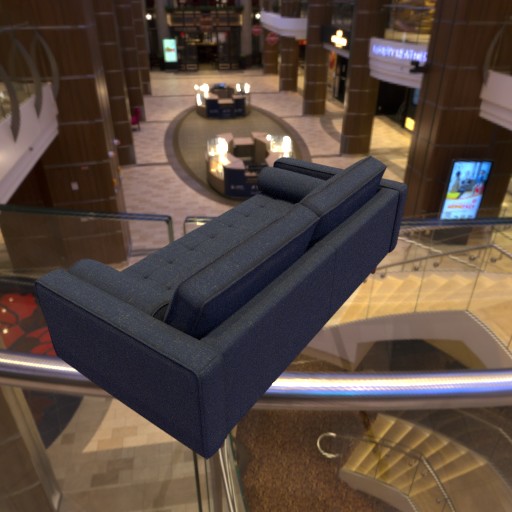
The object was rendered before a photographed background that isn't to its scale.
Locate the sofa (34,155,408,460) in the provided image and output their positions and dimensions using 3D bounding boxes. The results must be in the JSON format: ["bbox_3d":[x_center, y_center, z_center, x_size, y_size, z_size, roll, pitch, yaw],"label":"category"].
[{"bbox_3d":[0.000,0.000,2.303,0.914,0.762,1.880,20,37,30],"label":"sofa"}]
